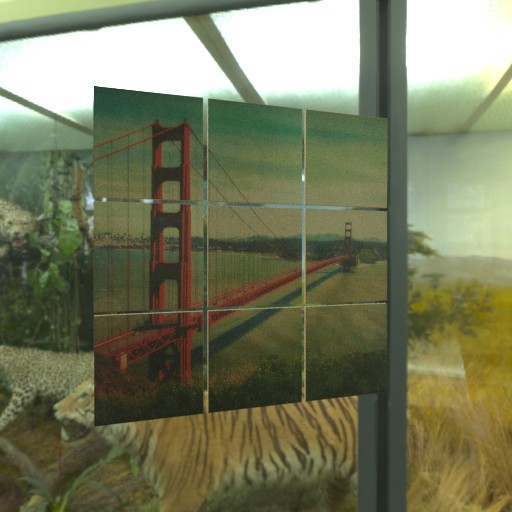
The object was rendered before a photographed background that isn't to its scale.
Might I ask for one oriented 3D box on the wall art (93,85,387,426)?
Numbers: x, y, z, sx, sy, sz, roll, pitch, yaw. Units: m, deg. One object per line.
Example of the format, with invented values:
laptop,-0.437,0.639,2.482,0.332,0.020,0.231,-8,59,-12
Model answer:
wall art,0.000,0.000,1.769,1.217,1.207,0.016,0,0,-19
